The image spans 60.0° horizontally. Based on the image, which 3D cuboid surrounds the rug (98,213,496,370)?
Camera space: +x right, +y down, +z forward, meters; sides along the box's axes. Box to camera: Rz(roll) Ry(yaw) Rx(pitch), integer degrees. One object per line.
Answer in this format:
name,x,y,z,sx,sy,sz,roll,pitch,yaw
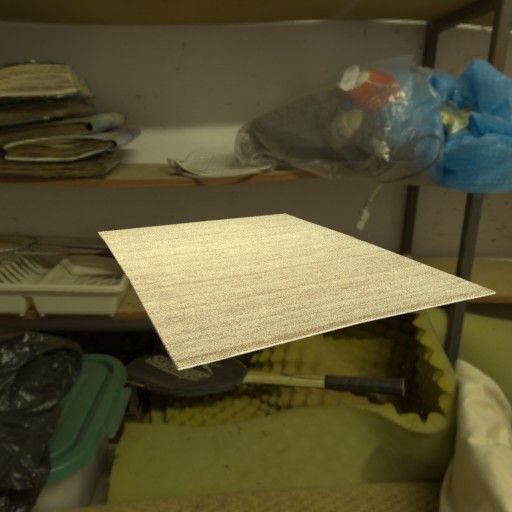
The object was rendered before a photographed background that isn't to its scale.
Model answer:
rug,0.000,0.000,4.144,2.434,0.045,3.202,-8,19,-24
